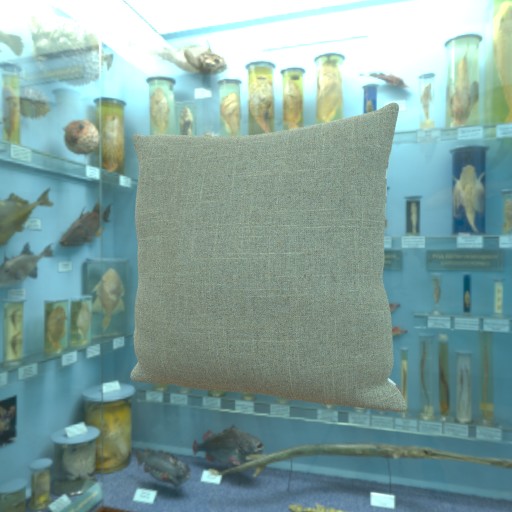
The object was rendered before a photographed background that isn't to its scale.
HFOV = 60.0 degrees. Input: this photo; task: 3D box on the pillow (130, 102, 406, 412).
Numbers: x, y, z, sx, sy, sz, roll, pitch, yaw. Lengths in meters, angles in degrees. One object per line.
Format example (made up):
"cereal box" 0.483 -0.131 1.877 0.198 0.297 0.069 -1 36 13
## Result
"pillow" 0.000 0.000 0.683 0.439 0.427 0.182 0 0 19
